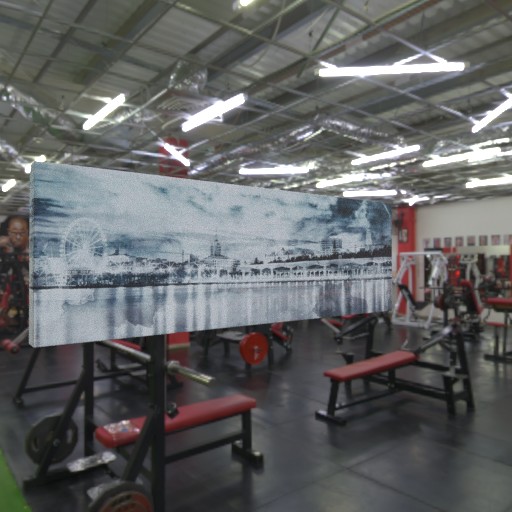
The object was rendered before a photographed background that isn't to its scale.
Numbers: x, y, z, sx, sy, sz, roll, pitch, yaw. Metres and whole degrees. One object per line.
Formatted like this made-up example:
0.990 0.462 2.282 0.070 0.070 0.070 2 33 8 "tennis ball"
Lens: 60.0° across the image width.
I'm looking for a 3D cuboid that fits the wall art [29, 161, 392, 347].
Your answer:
0.000 0.000 0.830 0.759 0.251 0.037 0 -1 -36 "wall art"
